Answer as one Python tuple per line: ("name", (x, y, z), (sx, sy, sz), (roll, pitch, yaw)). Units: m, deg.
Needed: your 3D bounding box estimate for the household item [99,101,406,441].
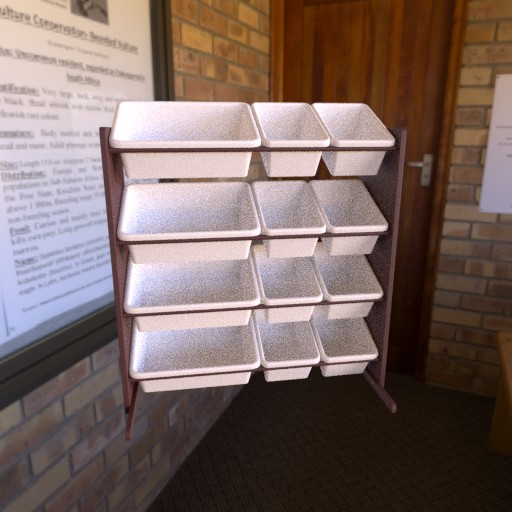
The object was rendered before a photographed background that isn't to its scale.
("household item", (0.000, 0.000, 1.286), (0.787, 0.864, 0.389), (-3, 16, -9))
